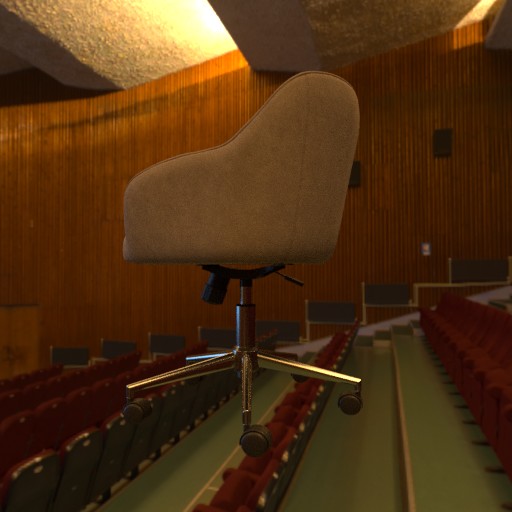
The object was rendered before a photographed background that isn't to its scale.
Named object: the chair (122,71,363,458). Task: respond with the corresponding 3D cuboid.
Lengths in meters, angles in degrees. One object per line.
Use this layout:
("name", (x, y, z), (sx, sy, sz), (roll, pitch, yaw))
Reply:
("chair", (0.000, 0.000, 1.230), (0.573, 0.831, 0.635), (0, -1, 16))
